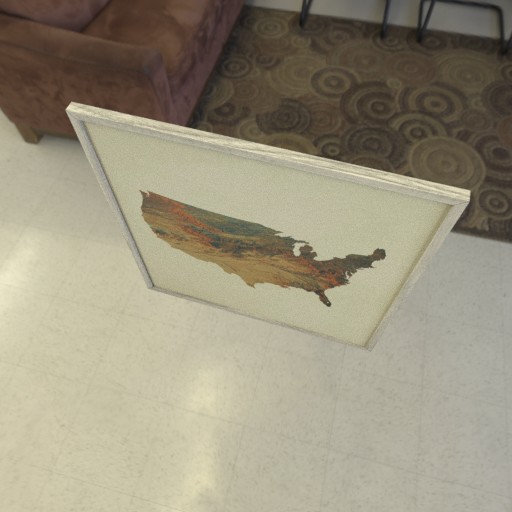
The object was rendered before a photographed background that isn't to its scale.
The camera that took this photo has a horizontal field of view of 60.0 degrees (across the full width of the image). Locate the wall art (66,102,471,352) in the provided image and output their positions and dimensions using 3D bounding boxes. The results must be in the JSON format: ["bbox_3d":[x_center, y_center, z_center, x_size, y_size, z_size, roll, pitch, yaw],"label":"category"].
[{"bbox_3d":[0.000,0.000,0.753,0.508,0.507,0.016,15,60,9],"label":"wall art"}]
